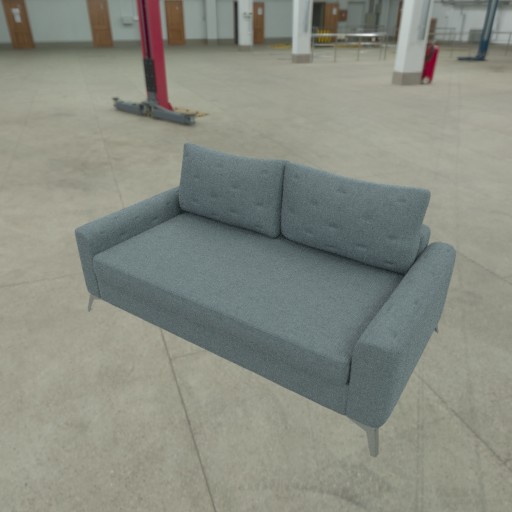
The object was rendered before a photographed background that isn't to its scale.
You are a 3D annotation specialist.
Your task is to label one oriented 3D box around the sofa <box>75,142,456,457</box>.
[{"bbox_3d":[0.000,0.000,2.141,1.650,0.790,0.920,18,33,29],"label":"sofa"}]
